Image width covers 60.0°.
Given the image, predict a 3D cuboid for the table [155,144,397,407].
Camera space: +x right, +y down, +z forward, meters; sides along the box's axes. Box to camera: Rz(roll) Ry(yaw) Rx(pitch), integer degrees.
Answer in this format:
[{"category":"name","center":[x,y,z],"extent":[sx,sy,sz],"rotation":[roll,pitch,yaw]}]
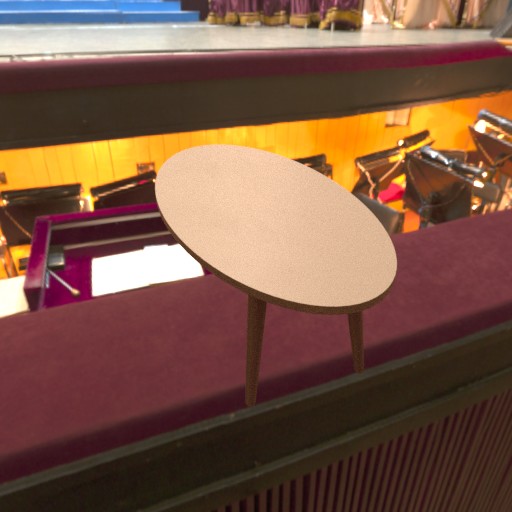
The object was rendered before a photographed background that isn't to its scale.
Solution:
[{"category":"table","center":[0.000,0.000,1.361],"extent":[0.542,0.390,1.083],"rotation":[-11,32,-18]}]
